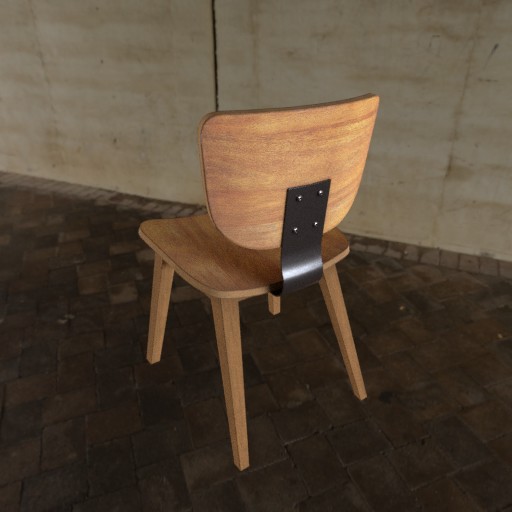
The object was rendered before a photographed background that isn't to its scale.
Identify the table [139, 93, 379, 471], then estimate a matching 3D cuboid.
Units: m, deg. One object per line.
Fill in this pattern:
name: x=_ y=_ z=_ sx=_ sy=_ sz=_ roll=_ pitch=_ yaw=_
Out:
table: x=0.000 y=0.000 z=1.142 sx=0.499 sy=0.805 sz=0.500 roll=-18 pitch=33 yaw=-29
